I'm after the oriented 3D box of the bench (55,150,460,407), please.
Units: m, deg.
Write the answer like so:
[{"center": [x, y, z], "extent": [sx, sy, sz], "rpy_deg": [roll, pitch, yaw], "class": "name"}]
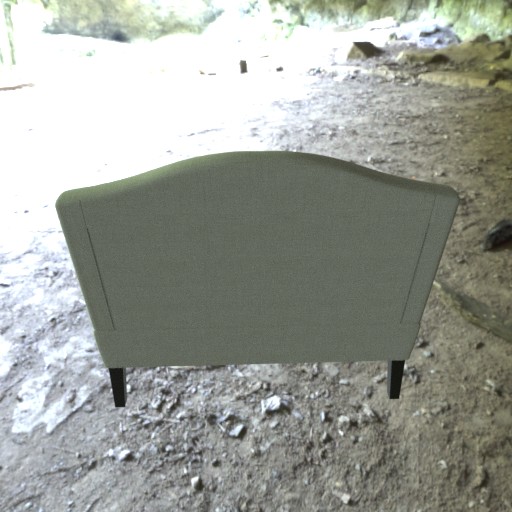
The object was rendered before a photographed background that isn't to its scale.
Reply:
[{"center": [0.000, 0.000, 1.990], "extent": [1.335, 1.180, 0.815], "rpy_deg": [-1, 31, -2], "class": "bench"}]
